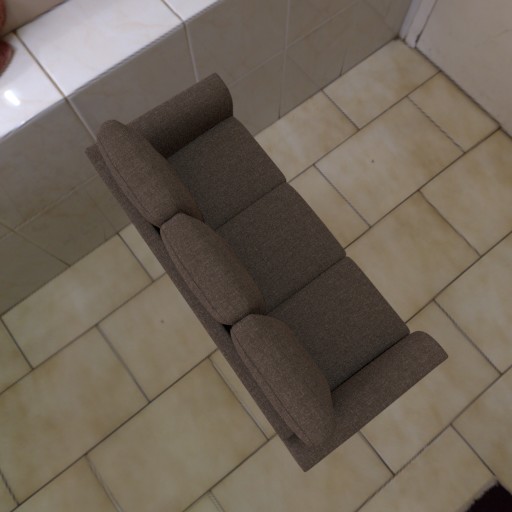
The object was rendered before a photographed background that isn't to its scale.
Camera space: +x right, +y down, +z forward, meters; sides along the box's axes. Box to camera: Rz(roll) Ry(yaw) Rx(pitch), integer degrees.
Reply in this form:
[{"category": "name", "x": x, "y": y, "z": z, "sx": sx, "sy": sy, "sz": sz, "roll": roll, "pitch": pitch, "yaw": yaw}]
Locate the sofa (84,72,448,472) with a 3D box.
[{"category": "sofa", "x": 0.000, "y": 0.000, "z": 2.277, "sx": 0.837, "sy": 0.891, "sz": 1.847, "roll": -35, "pitch": 77, "yaw": -9}]
